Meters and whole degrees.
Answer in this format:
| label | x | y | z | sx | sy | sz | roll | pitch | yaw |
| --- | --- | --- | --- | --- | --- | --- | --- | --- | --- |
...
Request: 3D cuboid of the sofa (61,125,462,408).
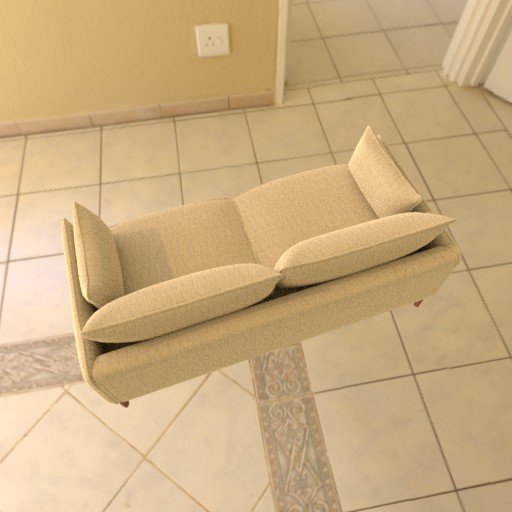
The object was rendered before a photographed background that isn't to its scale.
| label | x | y | z | sx | sy | sz | roll | pitch | yaw |
| --- | --- | --- | --- | --- | --- | --- | --- | --- | --- |
| sofa | 0.000 | 0.000 | 2.512 | 1.989 | 0.860 | 0.991 | -17 | 60 | -10 |
